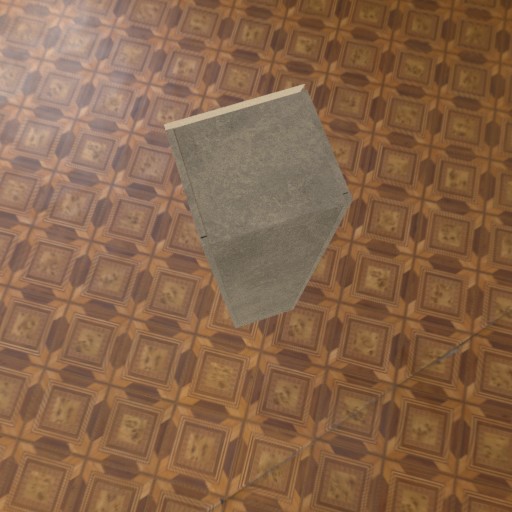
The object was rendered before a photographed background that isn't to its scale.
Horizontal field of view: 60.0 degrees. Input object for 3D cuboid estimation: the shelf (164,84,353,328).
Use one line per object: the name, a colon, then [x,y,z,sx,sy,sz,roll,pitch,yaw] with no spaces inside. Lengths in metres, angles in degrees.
shelf: [0.000,0.000,1.540,0.300,1.400,0.270,-18,75,-5]
